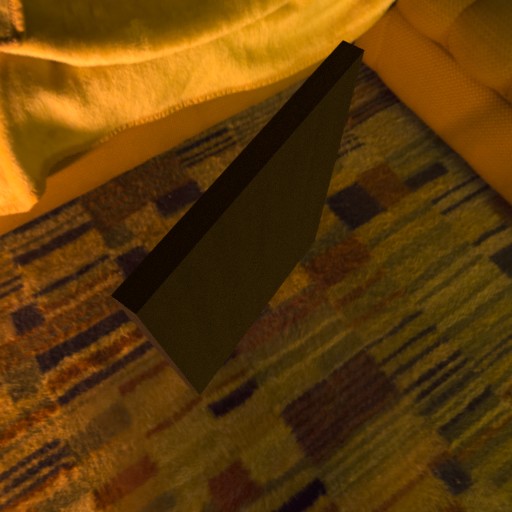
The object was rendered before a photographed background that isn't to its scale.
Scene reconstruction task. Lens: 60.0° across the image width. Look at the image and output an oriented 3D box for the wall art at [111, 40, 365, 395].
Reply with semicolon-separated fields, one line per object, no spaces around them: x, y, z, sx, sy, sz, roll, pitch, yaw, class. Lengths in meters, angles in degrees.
0.000;0.000;0.770;0.034;0.552;0.455;33;69;14;wall art
